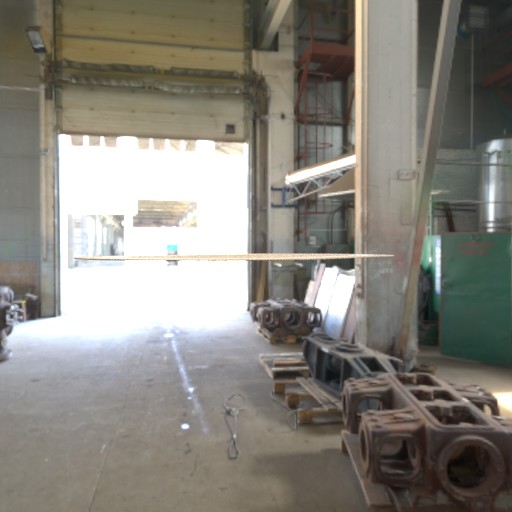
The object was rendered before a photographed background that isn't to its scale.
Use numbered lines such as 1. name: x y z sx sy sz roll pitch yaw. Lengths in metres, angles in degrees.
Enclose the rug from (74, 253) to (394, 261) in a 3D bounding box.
1. rug: 0.000 0.000 3.014 1.520 0.006 2.432 1 1 35
